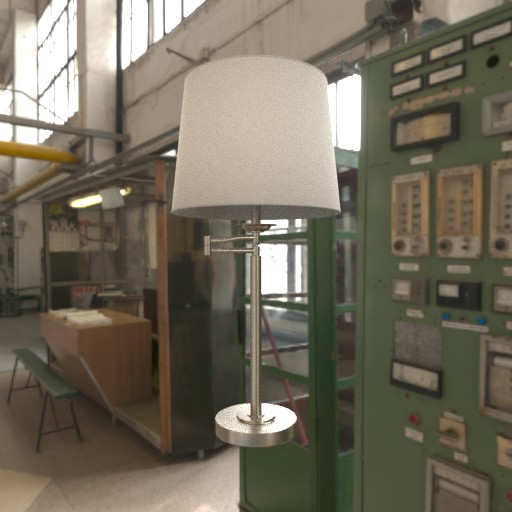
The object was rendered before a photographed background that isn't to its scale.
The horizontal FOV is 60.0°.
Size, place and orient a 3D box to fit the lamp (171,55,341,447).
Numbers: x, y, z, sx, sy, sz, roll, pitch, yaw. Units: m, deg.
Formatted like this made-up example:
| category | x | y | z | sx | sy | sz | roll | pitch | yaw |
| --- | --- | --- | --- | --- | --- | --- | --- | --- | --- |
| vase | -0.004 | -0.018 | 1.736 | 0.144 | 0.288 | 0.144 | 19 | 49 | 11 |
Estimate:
| category | x | y | z | sx | sy | sz | roll | pitch | yaw |
| --- | --- | --- | --- | --- | --- | --- | --- | --- | --- |
| lamp | 0.000 | 0.000 | 0.885 | 0.333 | 0.696 | 0.333 | 0 | 0 | 0 |
